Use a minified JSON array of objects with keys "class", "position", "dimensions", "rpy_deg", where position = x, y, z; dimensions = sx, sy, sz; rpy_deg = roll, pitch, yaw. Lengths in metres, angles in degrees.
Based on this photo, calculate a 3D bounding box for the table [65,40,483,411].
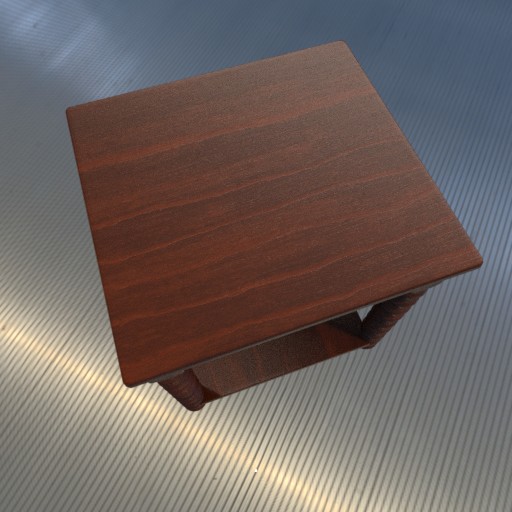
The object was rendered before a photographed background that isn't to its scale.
[{"class":"table","position":[0.000,0.000,0.958],"dimensions":[0.533,0.567,0.500],"rpy_deg":[-17,65,-8]}]
